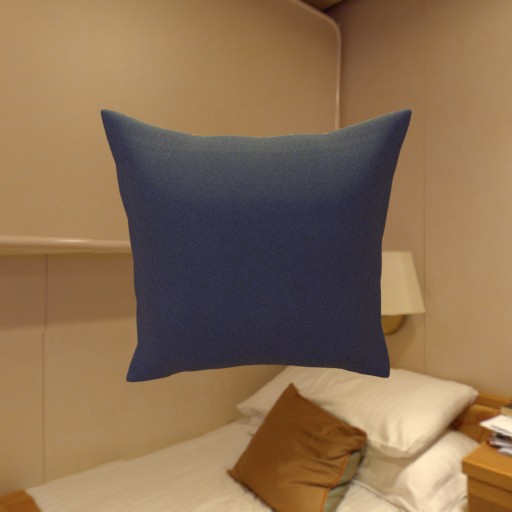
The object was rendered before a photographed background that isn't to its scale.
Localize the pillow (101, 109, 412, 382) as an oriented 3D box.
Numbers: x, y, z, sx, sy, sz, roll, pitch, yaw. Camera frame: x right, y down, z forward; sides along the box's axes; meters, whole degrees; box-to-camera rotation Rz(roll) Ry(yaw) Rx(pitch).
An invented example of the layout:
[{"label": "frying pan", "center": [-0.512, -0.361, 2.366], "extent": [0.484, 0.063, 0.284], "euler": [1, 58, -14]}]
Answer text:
[{"label": "pillow", "center": [0.000, 0.000, 0.702], "extent": [0.453, 0.430, 0.200], "euler": [0, 0, 1]}]
